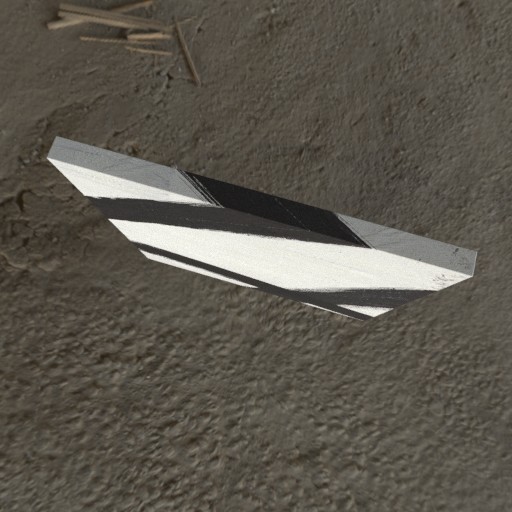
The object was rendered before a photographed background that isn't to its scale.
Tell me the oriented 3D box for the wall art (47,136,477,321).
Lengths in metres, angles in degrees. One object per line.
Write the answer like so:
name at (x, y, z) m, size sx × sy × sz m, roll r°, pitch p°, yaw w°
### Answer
wall art at (0.000, 0.000, 1.139) m, size 0.765 × 0.765 × 0.046 m, roll 16°, pitch 77°, yaw 4°
